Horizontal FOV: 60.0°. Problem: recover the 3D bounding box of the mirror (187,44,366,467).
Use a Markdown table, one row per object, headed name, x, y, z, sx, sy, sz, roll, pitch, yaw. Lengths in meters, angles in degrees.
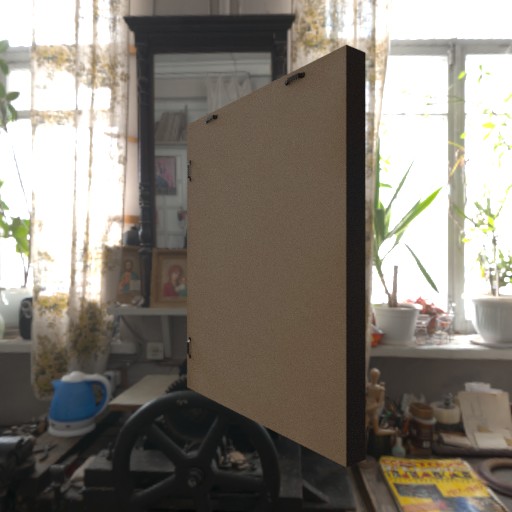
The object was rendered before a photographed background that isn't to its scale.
| name | x | y | z | sx | sy | sz | roll | pitch | yaw |
| --- | --- | --- | --- | --- | --- | --- | --- | --- | --- |
| mirror | 0.000 | 0.000 | 0.703 | 0.041 | 0.508 | 0.405 | 0 | 0 | -37 |
